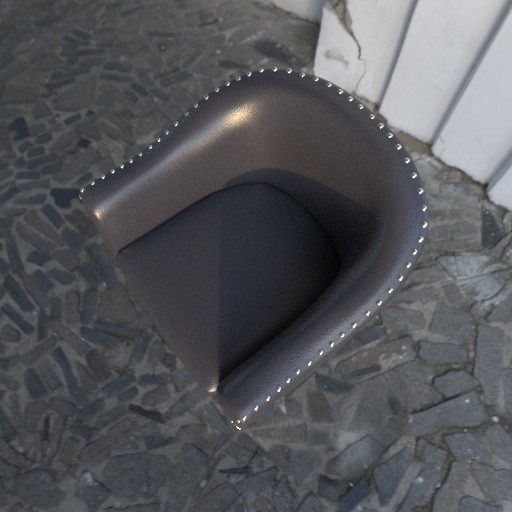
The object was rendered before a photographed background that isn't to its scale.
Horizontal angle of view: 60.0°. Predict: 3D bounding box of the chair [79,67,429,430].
[{"bbox_3d":[0.000,0.000,1.405,0.748,0.823,0.794,-35,70,-15],"label":"chair"}]
